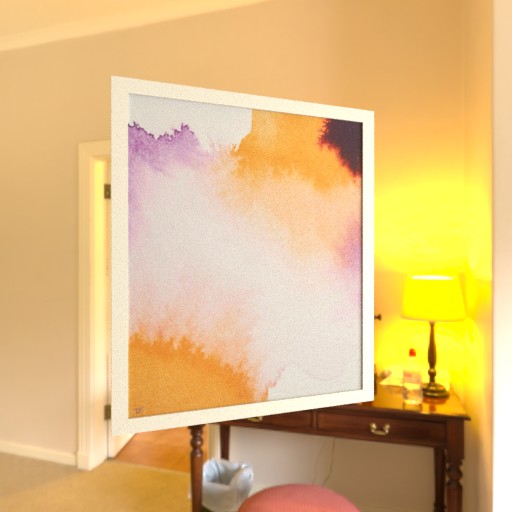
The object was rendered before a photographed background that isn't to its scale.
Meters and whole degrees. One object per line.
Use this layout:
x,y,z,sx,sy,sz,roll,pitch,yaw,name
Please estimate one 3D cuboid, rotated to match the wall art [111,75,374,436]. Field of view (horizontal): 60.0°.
0.000,0.000,0.774,0.482,0.557,0.012,0,0,-21,wall art
